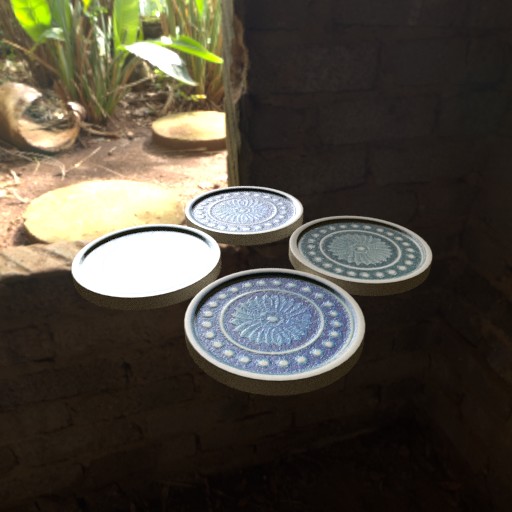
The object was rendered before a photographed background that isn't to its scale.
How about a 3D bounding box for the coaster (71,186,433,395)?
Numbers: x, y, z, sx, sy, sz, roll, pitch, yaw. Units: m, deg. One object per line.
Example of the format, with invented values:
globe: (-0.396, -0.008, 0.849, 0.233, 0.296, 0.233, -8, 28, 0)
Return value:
coaster: (0.000, 0.000, 0.339, 0.224, 0.010, 0.220, 22, 36, 32)
